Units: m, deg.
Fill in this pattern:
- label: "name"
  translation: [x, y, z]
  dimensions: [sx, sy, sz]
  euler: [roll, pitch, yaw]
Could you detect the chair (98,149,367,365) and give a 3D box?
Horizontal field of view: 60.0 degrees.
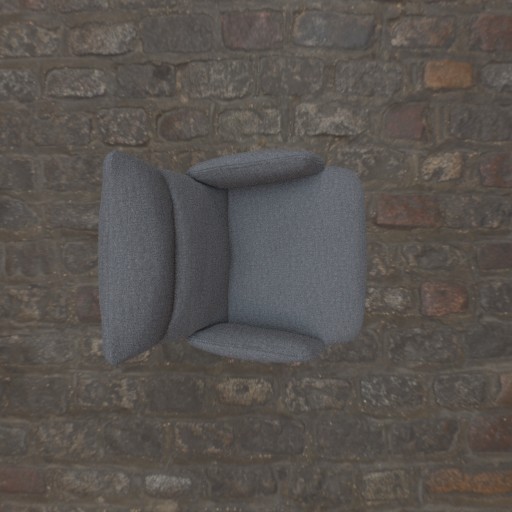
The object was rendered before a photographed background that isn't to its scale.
- label: "chair"
  translation: [0.000, 0.000, 1.566]
  dimensions: [0.831, 0.984, 0.702]
  euler: [0, 90, 0]
